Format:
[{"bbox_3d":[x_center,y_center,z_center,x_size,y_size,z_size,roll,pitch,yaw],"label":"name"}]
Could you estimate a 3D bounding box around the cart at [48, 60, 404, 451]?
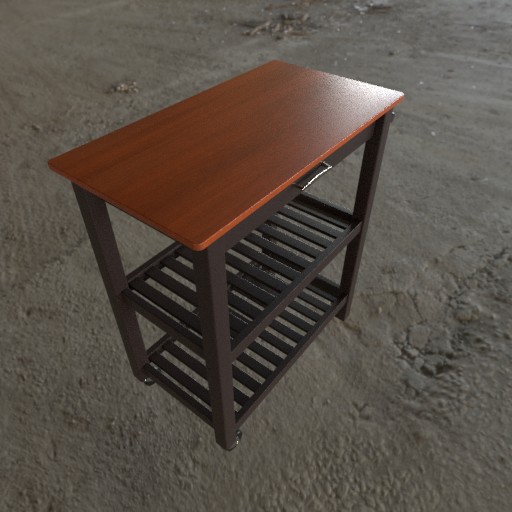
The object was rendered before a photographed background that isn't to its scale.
[{"bbox_3d":[0.000,0.000,1.426,0.457,0.927,0.899,28,49,27],"label":"cart"}]
